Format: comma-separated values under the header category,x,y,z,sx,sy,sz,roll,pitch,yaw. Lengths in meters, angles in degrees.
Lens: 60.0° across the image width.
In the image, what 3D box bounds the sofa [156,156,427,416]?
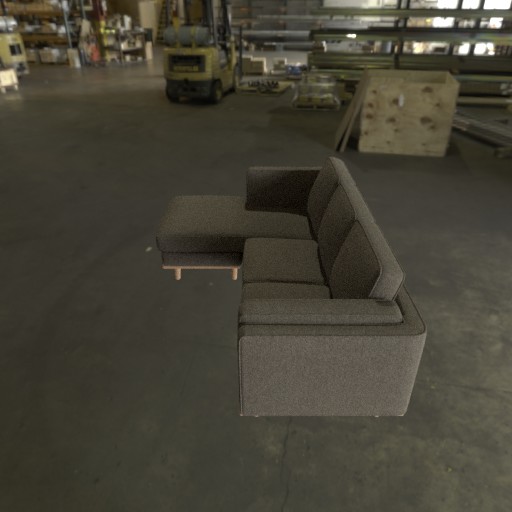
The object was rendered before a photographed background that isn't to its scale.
category,x,y,z,sx,sy,sz,roll,pitch,yaw
sofa,0.000,0.000,3.171,1.604,0.929,2.411,0,29,0
